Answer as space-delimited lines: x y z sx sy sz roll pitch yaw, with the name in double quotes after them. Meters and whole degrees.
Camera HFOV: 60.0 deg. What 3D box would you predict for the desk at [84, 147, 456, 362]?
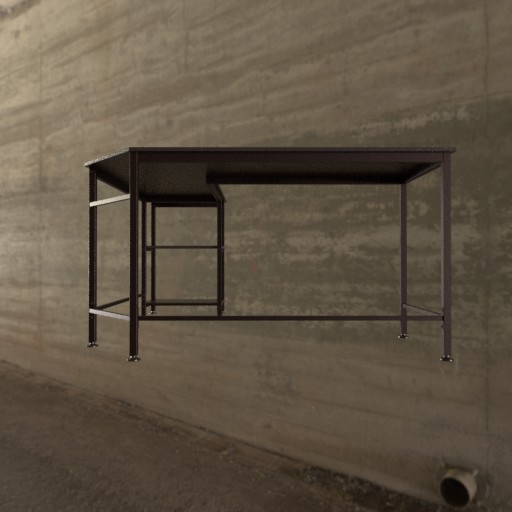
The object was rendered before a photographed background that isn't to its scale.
0.000 0.000 2.215 1.379 0.739 1.379 0 0 0 "desk"
